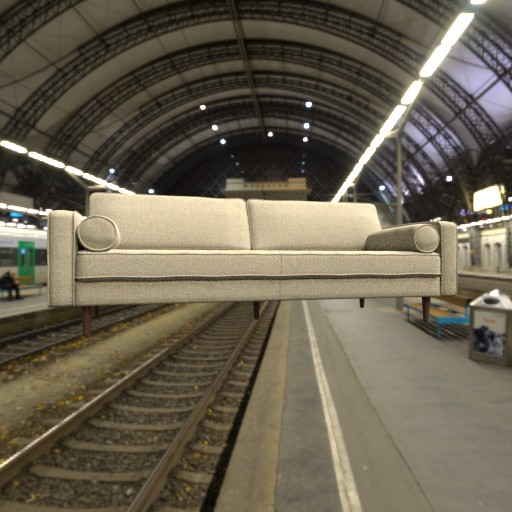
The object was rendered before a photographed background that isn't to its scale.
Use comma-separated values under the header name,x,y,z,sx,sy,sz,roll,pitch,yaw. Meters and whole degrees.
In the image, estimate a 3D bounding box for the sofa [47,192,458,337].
name,x,y,z,sx,sy,sz,roll,pitch,yaw
sofa,0.000,0.000,2.678,2.211,0.762,0.914,0,0,-16
